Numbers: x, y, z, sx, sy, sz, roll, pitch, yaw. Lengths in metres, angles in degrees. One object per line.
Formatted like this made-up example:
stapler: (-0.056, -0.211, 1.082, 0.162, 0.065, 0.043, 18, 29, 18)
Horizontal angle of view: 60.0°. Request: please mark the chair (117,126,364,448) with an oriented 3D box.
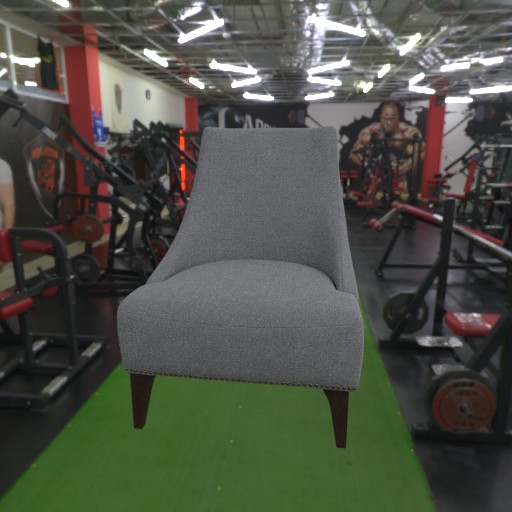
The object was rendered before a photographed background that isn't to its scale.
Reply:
chair: (0.000, 0.000, 1.568, 0.701, 0.909, 0.861, 2, 14, 8)
